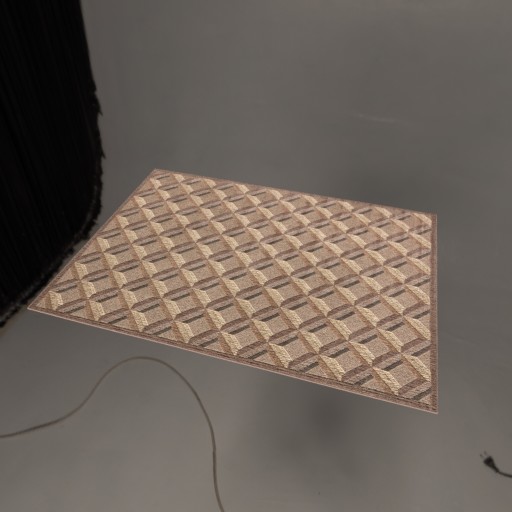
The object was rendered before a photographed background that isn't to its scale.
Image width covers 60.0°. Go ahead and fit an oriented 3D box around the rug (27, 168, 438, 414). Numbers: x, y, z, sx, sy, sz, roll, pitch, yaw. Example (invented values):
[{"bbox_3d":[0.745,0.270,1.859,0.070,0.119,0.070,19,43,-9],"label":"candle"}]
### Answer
[{"bbox_3d":[0.000,0.000,4.207,3.294,0.018,2.382,11,43,12],"label":"rug"}]
